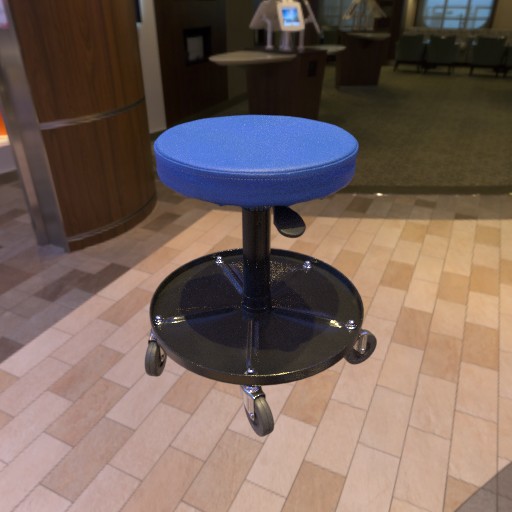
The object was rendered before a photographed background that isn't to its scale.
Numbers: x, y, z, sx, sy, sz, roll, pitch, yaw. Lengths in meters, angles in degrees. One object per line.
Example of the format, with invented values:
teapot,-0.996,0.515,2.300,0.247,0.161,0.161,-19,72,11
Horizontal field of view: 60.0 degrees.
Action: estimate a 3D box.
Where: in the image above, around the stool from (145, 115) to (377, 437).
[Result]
stool,0.000,0.000,0.682,0.381,0.365,0.382,-11,32,-18
